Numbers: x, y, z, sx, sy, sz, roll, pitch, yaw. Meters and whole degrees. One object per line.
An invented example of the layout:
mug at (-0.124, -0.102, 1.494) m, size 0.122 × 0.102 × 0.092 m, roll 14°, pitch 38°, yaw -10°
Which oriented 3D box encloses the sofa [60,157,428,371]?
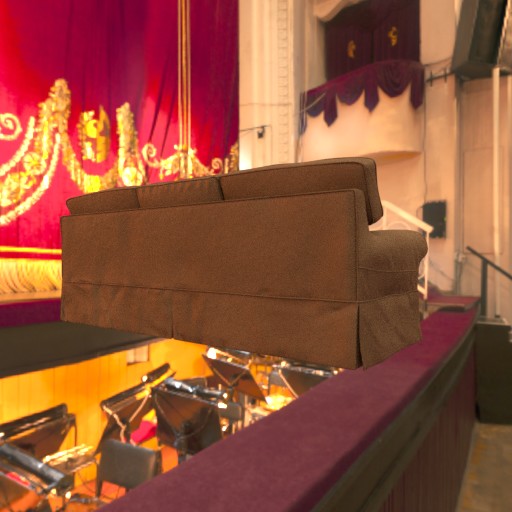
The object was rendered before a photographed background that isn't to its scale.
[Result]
sofa at (0.000, 0.000, 3.289) m, size 2.475 × 0.978 × 1.733 m, roll 0°, pitch 1°, yaw 37°
